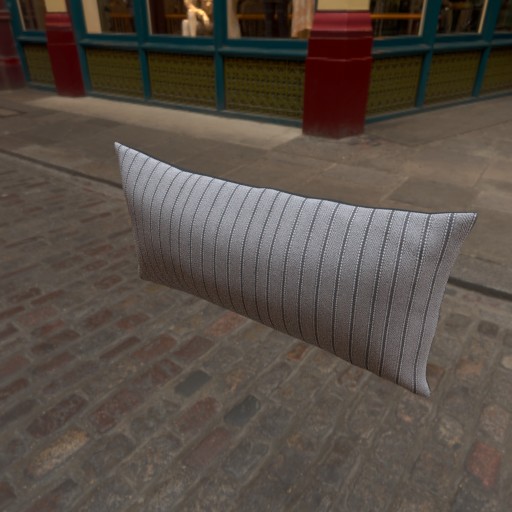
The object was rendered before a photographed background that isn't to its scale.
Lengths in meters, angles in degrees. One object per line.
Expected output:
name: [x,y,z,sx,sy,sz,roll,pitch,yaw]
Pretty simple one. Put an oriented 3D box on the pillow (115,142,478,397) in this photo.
pillow: [0.000,0.000,0.723,0.609,0.305,0.151,18,35,29]
